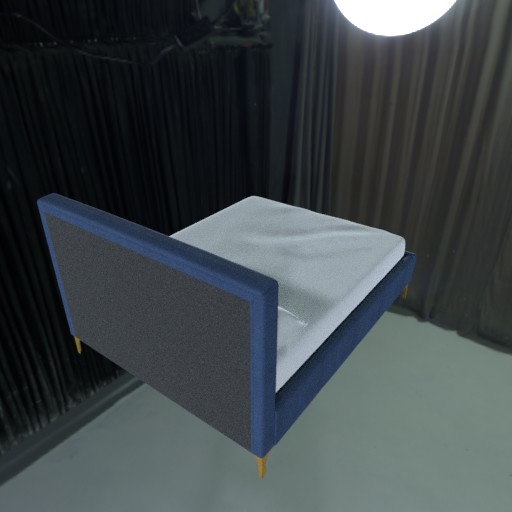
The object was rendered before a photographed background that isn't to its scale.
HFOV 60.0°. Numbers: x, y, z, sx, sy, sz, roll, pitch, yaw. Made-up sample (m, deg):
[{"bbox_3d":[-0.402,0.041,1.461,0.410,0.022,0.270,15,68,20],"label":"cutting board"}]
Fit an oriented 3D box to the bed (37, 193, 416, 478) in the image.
[{"bbox_3d":[0.000,0.000,3.276,1.723,1.231,2.172,20,35,31],"label":"bed"}]
